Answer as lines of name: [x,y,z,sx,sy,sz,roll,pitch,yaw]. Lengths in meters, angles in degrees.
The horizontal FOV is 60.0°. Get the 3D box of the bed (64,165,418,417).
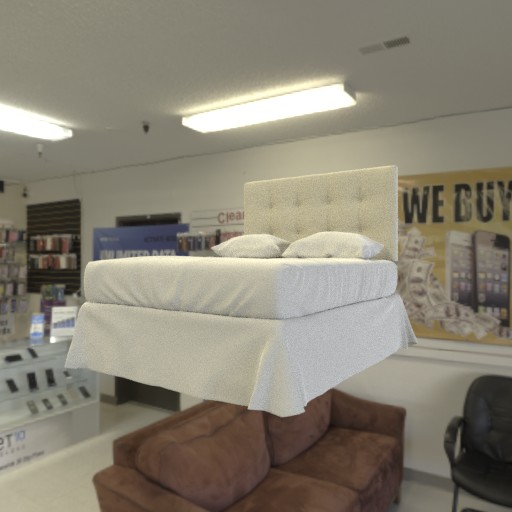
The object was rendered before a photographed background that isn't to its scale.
bed: [0.000,0.000,3.494,1.936,1.577,2.222,0,0,35]
